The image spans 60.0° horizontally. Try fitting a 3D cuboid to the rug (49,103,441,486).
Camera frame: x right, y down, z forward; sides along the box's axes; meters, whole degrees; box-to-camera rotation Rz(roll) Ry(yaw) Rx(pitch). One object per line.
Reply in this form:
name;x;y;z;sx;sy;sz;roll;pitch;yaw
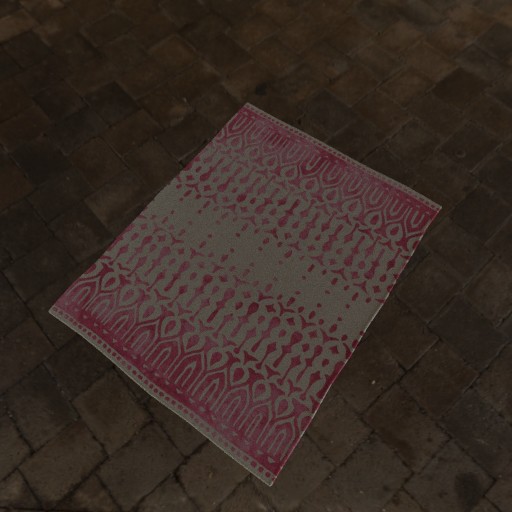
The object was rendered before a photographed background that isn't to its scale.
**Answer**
rug;0.000;0.000;4.229;2.441;0.016;3.095;33;69;14
